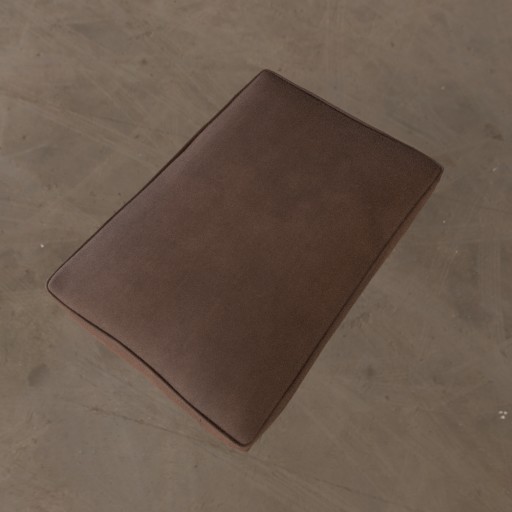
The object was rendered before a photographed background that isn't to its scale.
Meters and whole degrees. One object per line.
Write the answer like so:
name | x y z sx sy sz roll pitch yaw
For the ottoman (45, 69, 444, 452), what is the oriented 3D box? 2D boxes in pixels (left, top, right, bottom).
ottoman | 0.000 0.000 1.232 0.596 0.481 0.860 34 70 15
